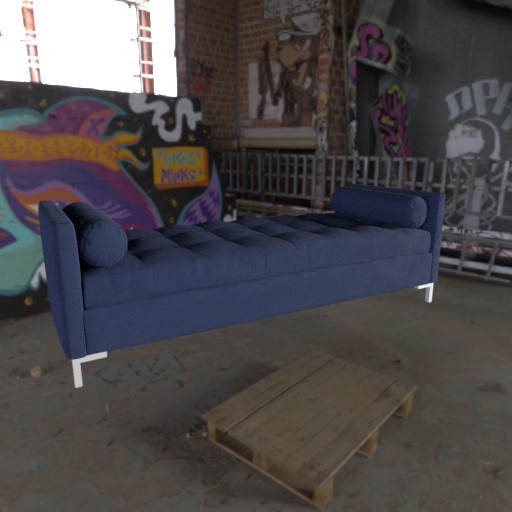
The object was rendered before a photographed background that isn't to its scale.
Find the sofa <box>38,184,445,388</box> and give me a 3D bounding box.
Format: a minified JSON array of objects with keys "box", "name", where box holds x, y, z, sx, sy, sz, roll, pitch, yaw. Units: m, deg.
[{"box":[0.000,0.000,2.460,2.102,0.657,0.797,-8,16,-28],"name":"sofa"}]
